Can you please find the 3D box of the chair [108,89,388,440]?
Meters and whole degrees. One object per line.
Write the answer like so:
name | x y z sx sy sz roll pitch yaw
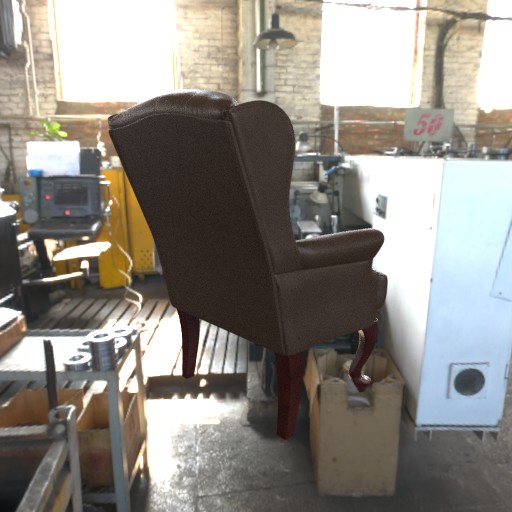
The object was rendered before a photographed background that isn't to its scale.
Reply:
chair | 0.000 0.000 1.687 0.819 1.132 0.829 -12 18 -42
